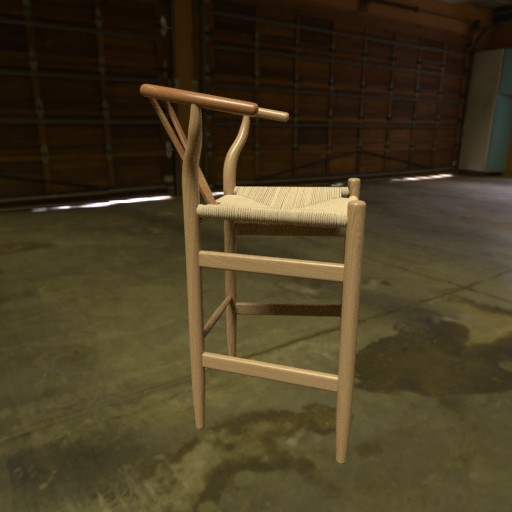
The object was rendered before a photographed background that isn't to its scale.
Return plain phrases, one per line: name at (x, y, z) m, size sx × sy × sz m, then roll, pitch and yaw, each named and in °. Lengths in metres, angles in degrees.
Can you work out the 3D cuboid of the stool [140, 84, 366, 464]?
stool at (0.000, 0.000, 1.278) m, size 0.575 × 0.923 × 0.536 m, roll 3°, pitch 16°, yaw 11°
